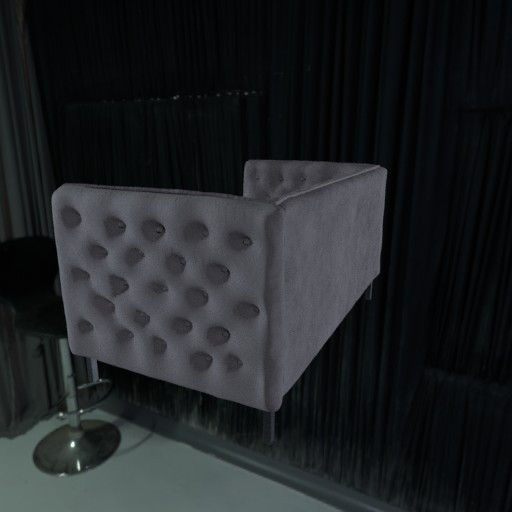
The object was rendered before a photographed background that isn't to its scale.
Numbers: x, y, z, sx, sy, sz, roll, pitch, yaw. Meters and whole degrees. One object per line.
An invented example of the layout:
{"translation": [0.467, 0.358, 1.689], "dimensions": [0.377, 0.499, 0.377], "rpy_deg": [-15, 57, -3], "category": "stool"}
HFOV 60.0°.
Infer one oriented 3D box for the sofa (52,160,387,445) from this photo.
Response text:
{"translation": [0.000, 0.000, 2.126], "dimensions": [0.909, 0.810, 1.583], "rpy_deg": [8, 18, 25], "category": "sofa"}
